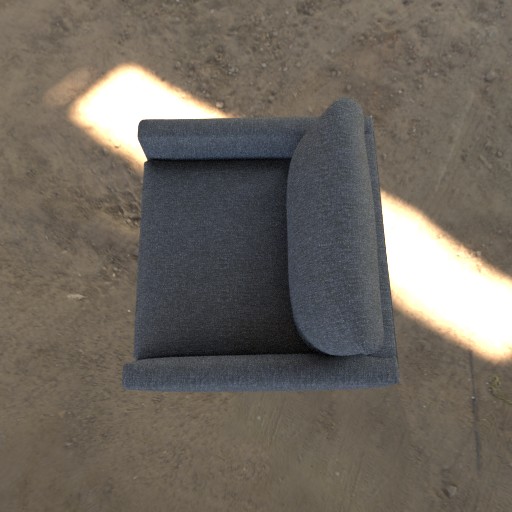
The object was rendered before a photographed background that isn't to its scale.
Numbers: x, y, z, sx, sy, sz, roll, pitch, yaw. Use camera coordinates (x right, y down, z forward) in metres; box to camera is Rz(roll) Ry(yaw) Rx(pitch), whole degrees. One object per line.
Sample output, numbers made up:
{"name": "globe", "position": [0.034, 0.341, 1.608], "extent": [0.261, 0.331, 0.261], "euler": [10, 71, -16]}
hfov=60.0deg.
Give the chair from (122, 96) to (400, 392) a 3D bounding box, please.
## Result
{"name": "chair", "position": [0.000, 0.000, 1.647], "extent": [0.866, 0.861, 0.963], "euler": [-1, 74, 0]}
